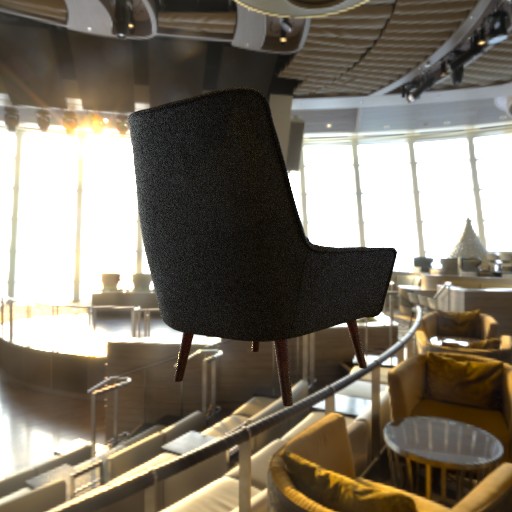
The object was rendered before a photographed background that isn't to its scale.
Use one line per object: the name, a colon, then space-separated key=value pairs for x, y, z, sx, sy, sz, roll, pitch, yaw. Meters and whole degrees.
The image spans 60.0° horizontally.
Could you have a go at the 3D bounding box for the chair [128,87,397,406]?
chair: x=0.000 y=0.000 z=1.574 sx=0.763 sy=0.883 sz=0.859 roll=0 pitch=1 yaw=34
